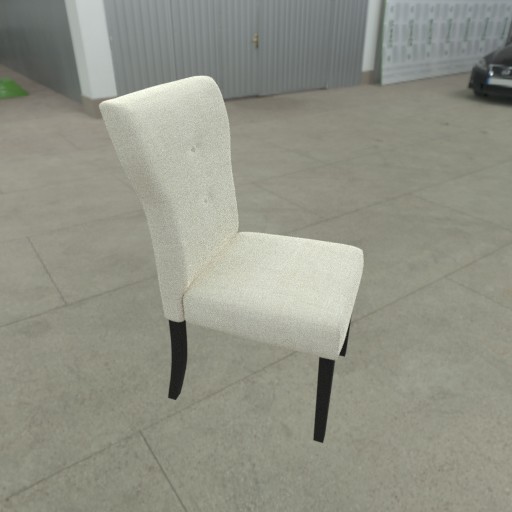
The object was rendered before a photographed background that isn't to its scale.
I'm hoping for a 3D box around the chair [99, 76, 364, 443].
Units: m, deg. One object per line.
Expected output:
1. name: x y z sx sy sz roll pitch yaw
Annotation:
1. chair: 0.000 0.000 1.302 0.597 0.921 0.509 10 31 17
